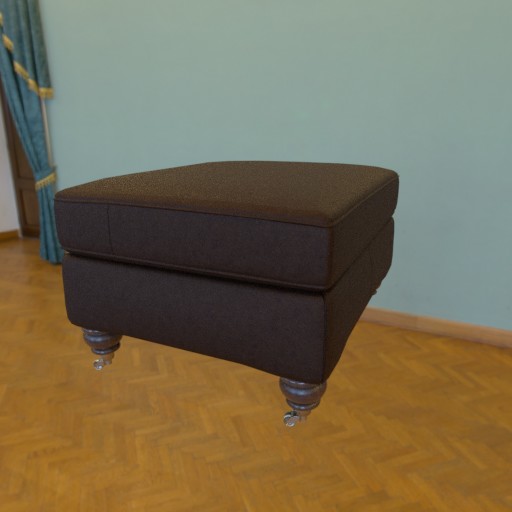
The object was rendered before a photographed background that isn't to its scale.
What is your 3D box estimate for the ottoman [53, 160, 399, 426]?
[{"bbox_3d":[0.000,0.000,1.856,0.967,0.730,1.187,8,18,24],"label":"ottoman"}]
